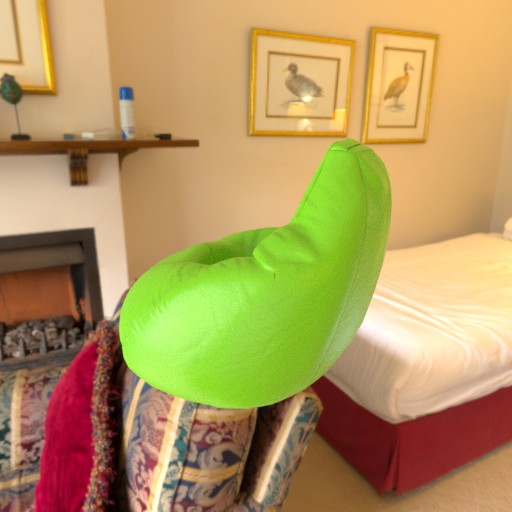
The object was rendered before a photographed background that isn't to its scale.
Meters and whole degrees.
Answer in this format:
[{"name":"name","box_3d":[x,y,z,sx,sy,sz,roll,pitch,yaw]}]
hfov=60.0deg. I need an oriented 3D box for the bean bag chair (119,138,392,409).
[{"name":"bean bag chair","box_3d":[0.000,0.000,1.903,1.070,0.990,1.070,8,18,24]}]
